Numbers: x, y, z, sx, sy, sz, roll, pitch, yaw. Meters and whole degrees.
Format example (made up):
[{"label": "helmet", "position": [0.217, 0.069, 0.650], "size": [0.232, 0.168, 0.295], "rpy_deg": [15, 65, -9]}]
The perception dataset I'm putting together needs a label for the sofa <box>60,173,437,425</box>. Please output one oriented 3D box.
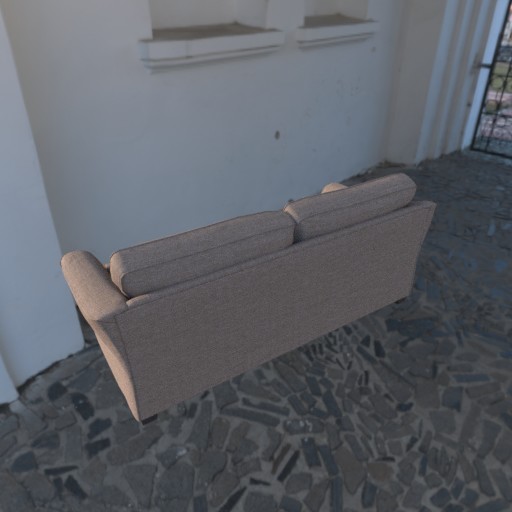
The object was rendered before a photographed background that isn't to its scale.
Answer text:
[{"label": "sofa", "position": [0.000, 0.000, 2.887], "size": [2.270, 0.965, 0.980], "rpy_deg": [-18, 35, -28]}]
